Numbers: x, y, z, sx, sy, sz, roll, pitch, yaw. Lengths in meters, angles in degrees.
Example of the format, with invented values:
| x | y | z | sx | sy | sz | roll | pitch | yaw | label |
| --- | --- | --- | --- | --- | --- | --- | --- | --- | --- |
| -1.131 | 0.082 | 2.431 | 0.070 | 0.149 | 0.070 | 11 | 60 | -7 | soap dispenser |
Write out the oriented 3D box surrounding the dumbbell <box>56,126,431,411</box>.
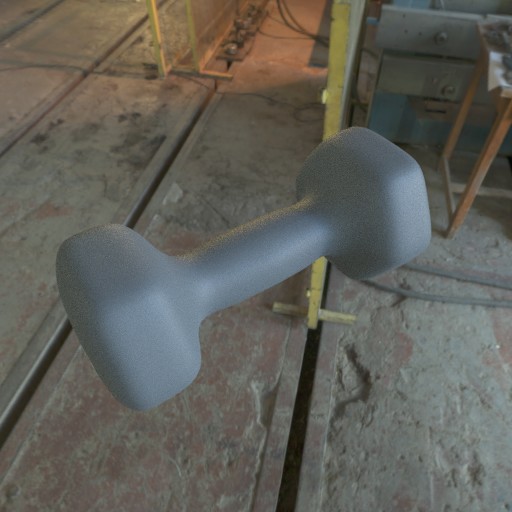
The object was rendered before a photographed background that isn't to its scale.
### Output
| x | y | z | sx | sy | sz | roll | pitch | yaw | label |
| --- | --- | --- | --- | --- | --- | --- | --- | --- | --- |
| 0.000 | 0.000 | 0.228 | 0.184 | 0.081 | 0.090 | -25 | 52 | -21 | dumbbell |
